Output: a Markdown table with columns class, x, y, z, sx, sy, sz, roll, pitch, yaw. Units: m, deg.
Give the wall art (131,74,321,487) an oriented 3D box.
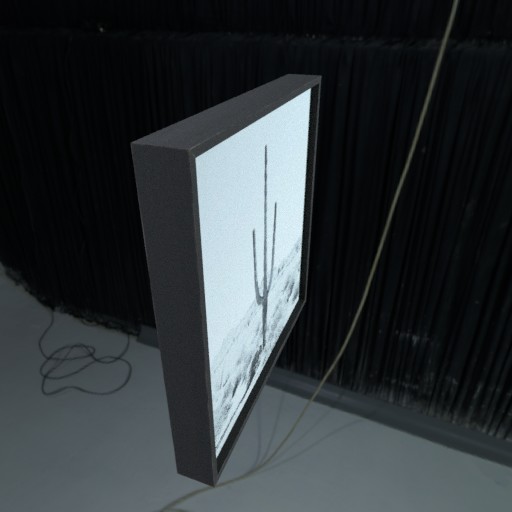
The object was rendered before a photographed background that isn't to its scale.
| class | x | y | z | sx | sy | sz | roll | pitch | yaw |
| --- | --- | --- | --- | --- | --- | --- | --- | --- | --- |
| wall art | 0.000 | 0.000 | 0.448 | 0.038 | 0.305 | 0.305 | 11 | 31 | 18 |
